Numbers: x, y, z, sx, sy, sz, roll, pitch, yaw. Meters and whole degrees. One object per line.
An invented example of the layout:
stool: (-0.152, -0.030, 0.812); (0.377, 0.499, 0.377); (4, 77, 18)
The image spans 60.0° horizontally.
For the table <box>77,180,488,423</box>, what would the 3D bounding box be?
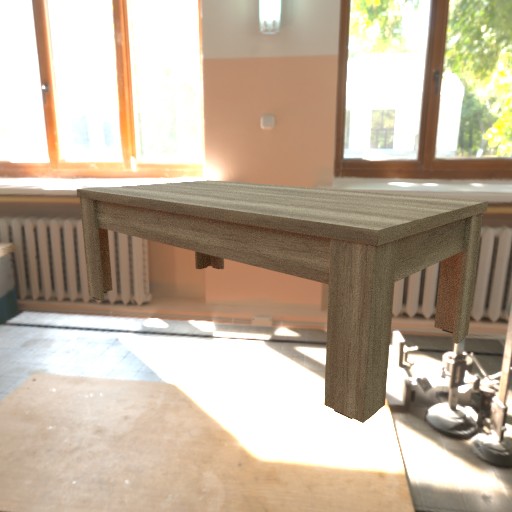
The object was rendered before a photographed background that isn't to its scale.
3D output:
table: (0.000, 0.000, 1.654); (1.350, 0.460, 0.700); (13, 19, 42)
